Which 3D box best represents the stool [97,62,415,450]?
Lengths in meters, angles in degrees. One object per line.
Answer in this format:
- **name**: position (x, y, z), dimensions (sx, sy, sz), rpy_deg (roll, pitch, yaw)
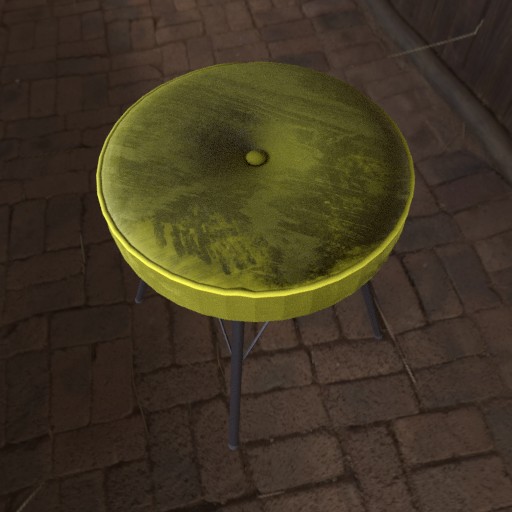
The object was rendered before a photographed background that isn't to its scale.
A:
- **stool**: position (0.000, 0.000, 0.776), dimensions (0.409, 0.508, 0.409), rpy_deg (-31, 63, -18)
